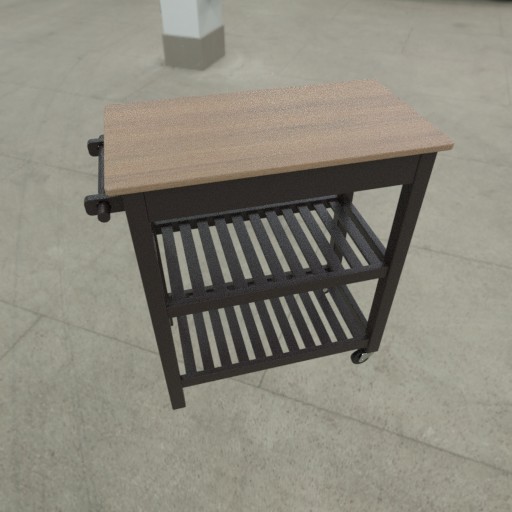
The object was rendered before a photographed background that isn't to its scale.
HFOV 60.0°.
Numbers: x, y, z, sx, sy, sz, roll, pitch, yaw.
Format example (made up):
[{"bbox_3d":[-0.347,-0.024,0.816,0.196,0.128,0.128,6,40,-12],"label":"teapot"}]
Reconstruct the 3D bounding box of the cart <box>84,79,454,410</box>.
[{"bbox_3d":[0.000,0.000,1.475,0.899,0.927,0.457,-10,42,-11],"label":"cart"}]
